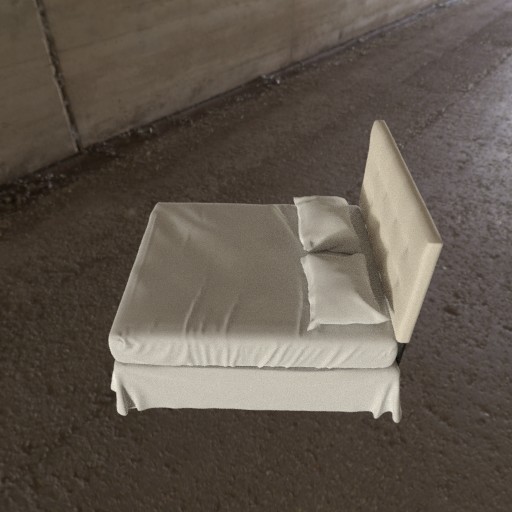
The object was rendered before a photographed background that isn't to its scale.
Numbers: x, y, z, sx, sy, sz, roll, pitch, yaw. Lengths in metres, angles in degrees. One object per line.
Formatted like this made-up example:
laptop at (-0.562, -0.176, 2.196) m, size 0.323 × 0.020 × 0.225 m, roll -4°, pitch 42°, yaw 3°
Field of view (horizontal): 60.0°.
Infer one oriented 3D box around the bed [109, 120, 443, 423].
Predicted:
bed at (0.000, 0.000, 3.495) m, size 2.222 × 1.577 × 1.936 m, roll 1°, pitch 40°, yaw 1°
